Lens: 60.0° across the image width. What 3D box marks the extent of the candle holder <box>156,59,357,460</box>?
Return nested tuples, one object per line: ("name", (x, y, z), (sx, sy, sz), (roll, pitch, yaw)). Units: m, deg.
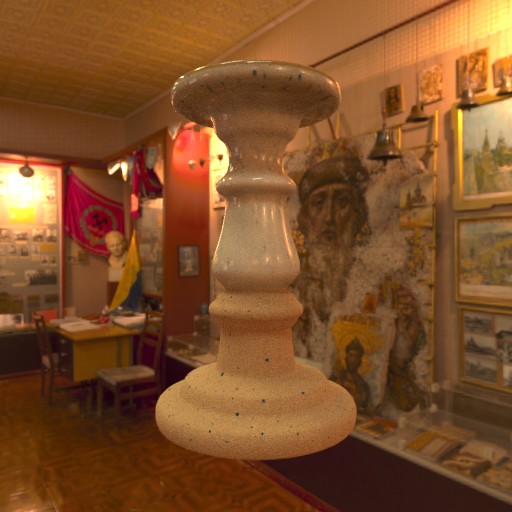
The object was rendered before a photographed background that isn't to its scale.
("candle holder", (0.000, 0.000, 0.276), (0.123, 0.202, 0.123), (0, 1, 0))
